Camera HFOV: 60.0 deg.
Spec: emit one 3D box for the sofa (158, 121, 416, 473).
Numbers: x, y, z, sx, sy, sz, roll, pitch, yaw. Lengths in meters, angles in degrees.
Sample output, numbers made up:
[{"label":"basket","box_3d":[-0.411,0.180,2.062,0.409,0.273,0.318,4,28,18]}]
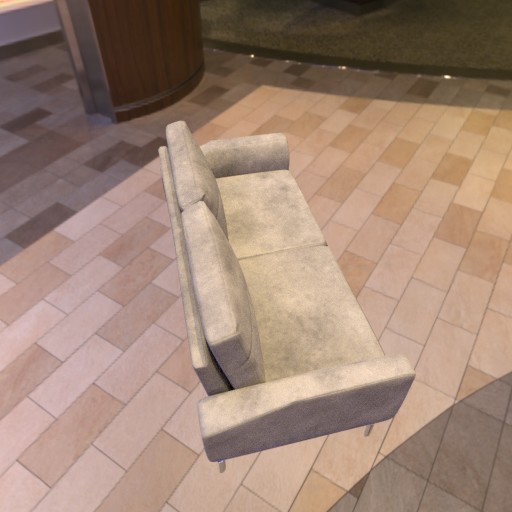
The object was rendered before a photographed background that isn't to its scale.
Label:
[{"label":"sofa","box_3d":[0.000,0.000,2.349,0.849,0.859,1.837,-10,46,-9]}]
